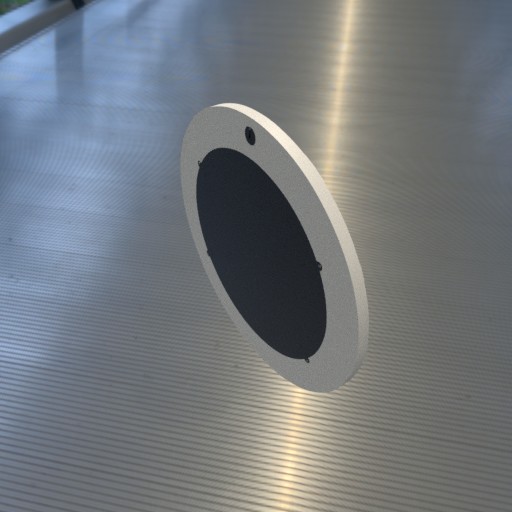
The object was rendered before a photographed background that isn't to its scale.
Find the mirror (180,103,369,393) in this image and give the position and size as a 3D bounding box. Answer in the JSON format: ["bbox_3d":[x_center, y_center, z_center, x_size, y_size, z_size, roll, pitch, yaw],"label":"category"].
[{"bbox_3d":[0.000,0.000,1.378,0.038,0.914,0.914,-25,48,-25],"label":"mirror"}]
